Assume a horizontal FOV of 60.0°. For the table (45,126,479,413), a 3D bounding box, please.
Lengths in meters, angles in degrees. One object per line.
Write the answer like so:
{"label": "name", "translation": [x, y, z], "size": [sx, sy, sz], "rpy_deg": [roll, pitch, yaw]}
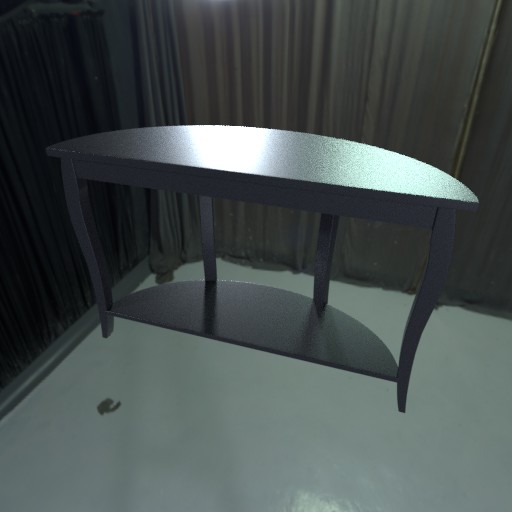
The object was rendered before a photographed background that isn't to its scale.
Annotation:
{"label": "table", "translation": [0.000, 0.000, 1.557], "size": [1.219, 0.780, 0.394], "rpy_deg": [10, 34, 15]}
